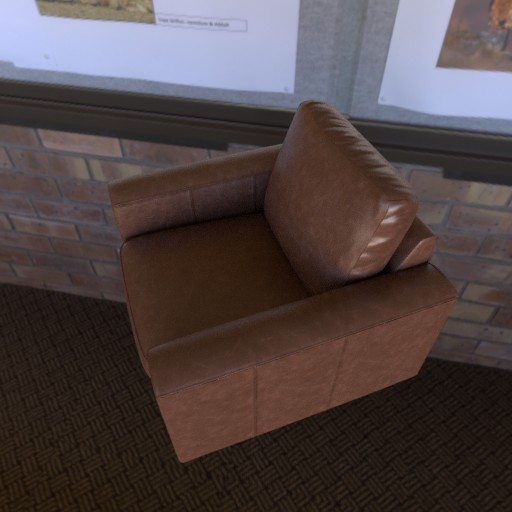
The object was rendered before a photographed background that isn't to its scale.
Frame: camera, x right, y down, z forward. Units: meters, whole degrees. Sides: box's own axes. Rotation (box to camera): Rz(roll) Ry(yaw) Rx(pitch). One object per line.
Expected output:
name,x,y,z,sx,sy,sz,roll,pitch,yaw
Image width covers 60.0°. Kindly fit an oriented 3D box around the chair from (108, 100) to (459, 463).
chair,0.000,0.000,1.690,1.016,0.873,1.005,-15,49,-14
